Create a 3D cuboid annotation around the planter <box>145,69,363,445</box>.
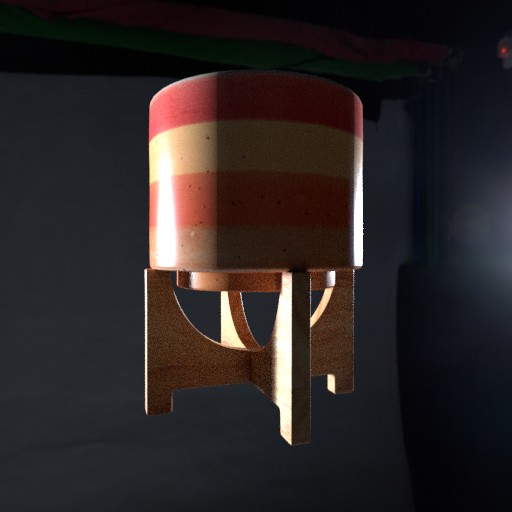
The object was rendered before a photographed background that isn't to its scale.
[{"bbox_3d":[0.000,0.000,0.409,0.199,0.268,0.199,0,0,0],"label":"planter"}]
